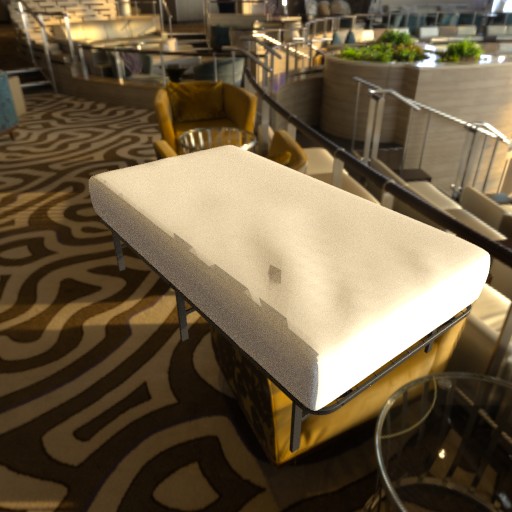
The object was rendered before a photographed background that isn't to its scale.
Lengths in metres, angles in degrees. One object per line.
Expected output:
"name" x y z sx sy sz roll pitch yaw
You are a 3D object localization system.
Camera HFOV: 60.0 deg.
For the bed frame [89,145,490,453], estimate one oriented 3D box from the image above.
"bed frame" 0.000 0.000 2.320 1.025 0.640 1.908 -22 37 -32
